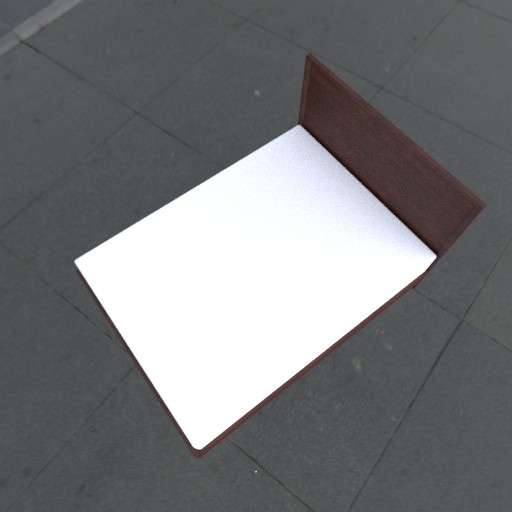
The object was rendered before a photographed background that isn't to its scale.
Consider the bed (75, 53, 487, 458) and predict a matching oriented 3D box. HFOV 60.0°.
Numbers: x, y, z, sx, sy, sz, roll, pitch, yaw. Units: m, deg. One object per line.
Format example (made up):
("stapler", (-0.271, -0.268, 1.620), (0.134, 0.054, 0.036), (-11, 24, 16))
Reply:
("bed", (0.000, 0.000, 3.154), (2.184, 1.270, 1.600), (-34, 69, -15))
